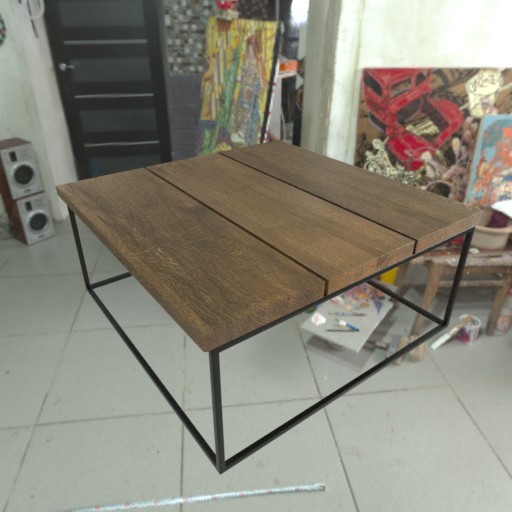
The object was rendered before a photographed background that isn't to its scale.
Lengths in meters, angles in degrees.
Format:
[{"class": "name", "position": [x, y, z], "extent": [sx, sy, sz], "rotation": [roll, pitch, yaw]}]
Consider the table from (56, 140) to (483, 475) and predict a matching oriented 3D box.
[{"class": "table", "position": [0.000, 0.000, 1.407], "extent": [0.900, 0.400, 0.900], "rotation": [-20, 35, -31]}]
